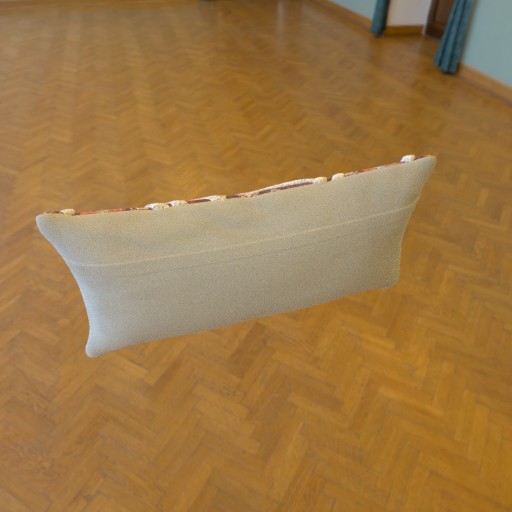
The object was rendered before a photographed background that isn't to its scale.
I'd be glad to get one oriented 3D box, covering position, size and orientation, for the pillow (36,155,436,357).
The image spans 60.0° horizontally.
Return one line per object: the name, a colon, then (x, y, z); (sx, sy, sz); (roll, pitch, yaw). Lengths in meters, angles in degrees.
pillow: (0.000, 0.000, 0.740); (0.608, 0.295, 0.161); (-11, 41, -13)
